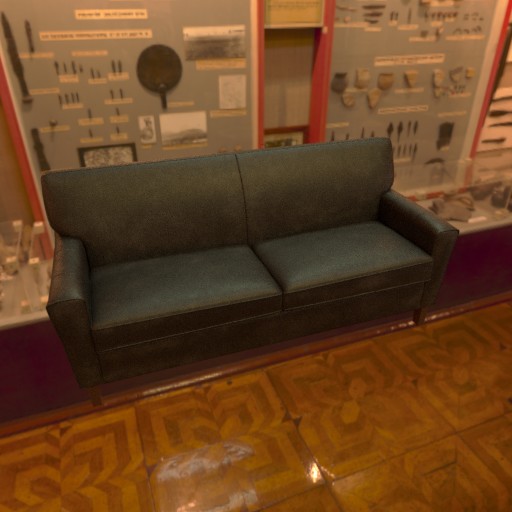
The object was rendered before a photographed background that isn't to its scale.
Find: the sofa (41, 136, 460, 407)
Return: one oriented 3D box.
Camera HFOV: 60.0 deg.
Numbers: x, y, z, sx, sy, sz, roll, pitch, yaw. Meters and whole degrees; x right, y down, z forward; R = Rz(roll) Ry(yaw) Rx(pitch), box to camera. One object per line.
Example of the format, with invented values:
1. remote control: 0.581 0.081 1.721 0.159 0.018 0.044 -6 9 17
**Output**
1. sofa: 0.000 0.000 2.444 2.053 0.947 0.805 -10 32 -16
